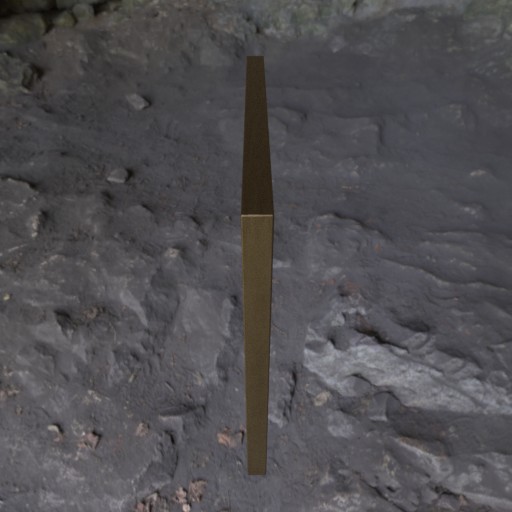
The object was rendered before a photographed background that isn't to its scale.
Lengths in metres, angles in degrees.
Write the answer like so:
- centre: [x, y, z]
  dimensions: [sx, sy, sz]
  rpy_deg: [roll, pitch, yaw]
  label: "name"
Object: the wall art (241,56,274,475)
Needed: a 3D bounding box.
- centre: [0.000, 0.000, 0.752]
  dimensions: [0.030, 0.506, 0.503]
  rpy_deg: [0, 39, 0]
  label: "wall art"
